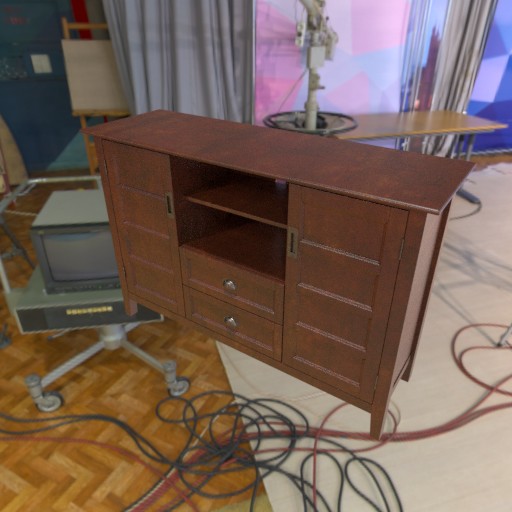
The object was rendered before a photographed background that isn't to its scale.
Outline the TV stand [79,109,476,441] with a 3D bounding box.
[{"bbox_3d":[0.000,0.000,1.792,1.372,0.915,0.445,19,35,29],"label":"TV stand"}]
